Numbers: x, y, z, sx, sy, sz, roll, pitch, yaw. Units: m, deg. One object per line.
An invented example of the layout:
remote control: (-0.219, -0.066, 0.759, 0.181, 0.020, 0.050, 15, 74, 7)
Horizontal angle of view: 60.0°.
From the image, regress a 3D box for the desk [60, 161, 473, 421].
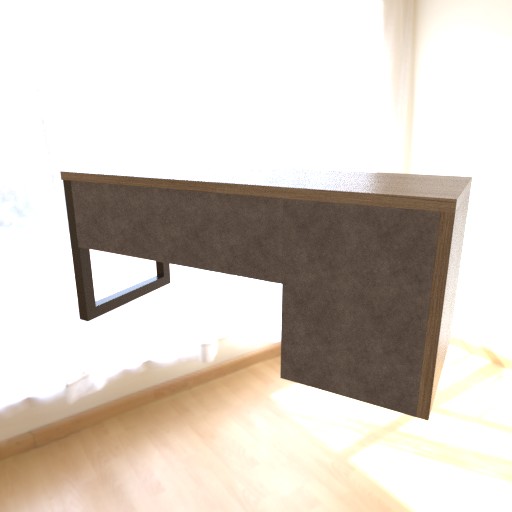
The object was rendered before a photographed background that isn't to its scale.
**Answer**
desk: (0.000, 0.000, 2.069, 1.700, 0.760, 0.690, 9, 19, 27)
